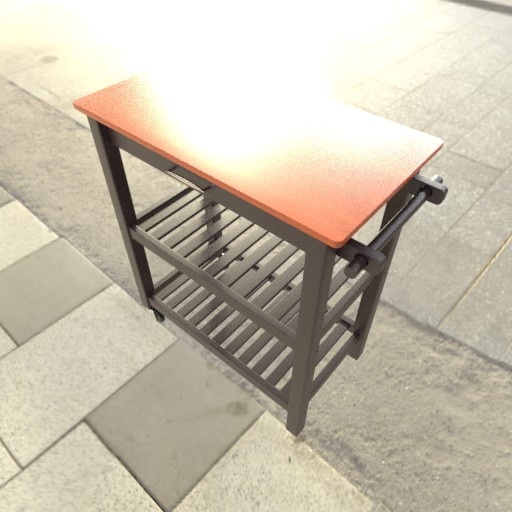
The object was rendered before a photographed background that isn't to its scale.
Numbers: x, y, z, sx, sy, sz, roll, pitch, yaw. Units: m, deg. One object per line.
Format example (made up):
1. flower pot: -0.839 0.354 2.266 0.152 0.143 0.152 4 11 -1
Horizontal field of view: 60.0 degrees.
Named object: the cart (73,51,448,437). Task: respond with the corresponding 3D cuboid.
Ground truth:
1. cart: 0.000 0.000 1.422 0.899 0.927 0.457 31 53 27
